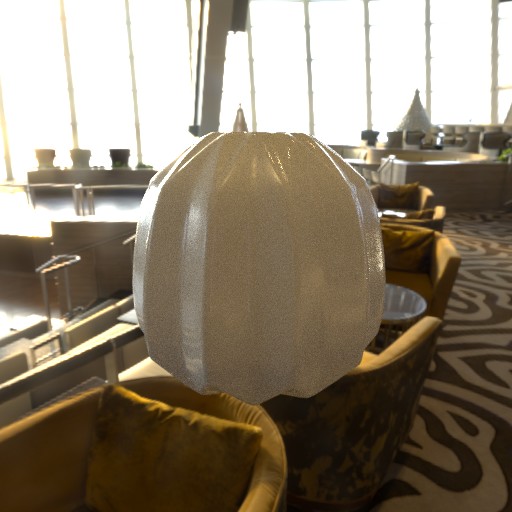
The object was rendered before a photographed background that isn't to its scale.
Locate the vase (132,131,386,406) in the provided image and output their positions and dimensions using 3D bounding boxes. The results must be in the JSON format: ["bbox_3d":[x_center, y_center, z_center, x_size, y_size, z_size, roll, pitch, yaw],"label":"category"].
[{"bbox_3d":[0.000,0.000,0.249,0.139,0.134,0.139,0,16,0],"label":"vase"}]
